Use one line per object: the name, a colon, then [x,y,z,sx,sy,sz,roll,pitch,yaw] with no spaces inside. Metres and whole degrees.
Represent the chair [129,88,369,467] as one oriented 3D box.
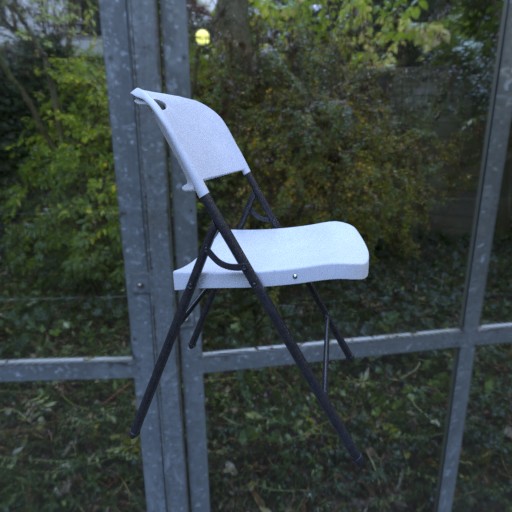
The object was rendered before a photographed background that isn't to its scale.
chair: [0.000,0.000,1.148,0.566,0.810,0.494,3,16,9]
